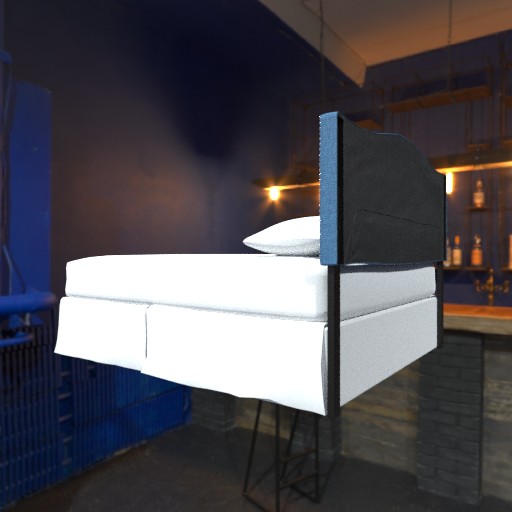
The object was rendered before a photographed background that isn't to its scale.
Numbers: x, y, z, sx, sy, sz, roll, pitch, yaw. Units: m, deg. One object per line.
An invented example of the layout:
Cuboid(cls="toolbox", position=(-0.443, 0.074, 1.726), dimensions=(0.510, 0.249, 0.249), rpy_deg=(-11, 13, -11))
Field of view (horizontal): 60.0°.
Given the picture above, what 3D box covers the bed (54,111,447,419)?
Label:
Cuboid(cls="bed", position=(0.000, 0.000, 2.752), dimensions=(1.872, 1.169, 1.610), rpy_deg=(0, 0, 37))
